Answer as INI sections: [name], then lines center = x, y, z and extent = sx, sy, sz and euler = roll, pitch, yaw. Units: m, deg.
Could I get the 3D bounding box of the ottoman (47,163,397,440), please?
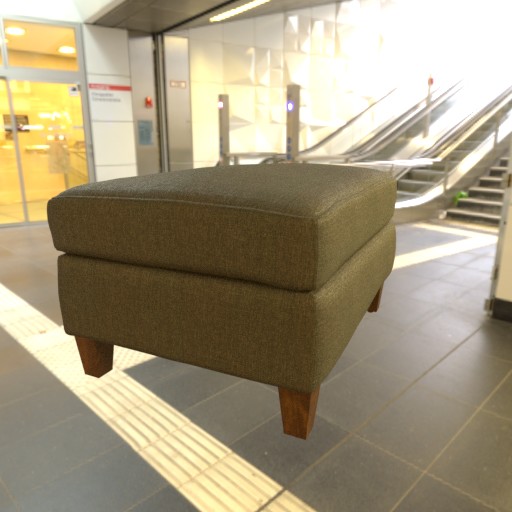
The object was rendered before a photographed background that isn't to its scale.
[ottoman]
center = 0.000, 0.000, 1.209
extent = 0.639, 0.496, 0.826
euler = 7, 17, 24
